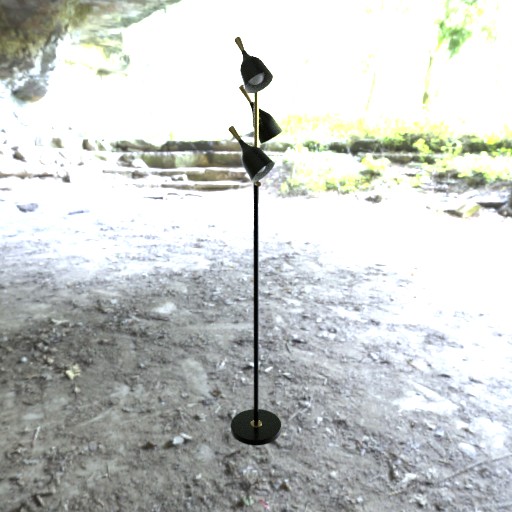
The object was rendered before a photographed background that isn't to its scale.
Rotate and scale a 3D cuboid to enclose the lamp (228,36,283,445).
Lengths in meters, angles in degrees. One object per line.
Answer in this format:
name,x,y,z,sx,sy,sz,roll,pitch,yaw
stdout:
lamp,0.000,0.000,1.965,0.253,1.778,0.434,3,15,11
